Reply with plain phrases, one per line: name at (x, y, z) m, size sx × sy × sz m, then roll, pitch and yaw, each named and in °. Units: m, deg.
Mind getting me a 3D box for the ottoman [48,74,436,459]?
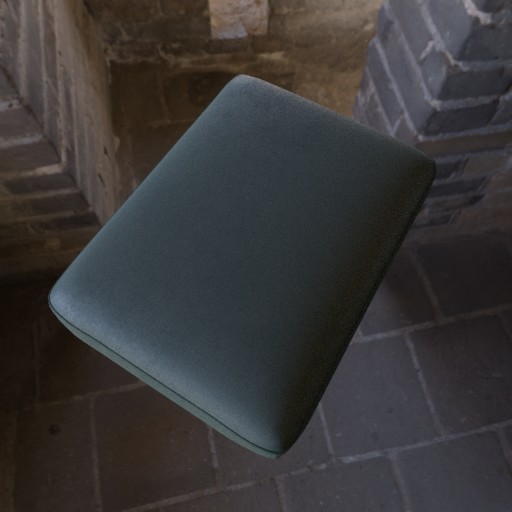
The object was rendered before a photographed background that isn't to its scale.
ottoman at (0.000, 0.000, 1.147) m, size 0.608 × 0.449 × 0.811 m, roll 29°, pitch 68°, yaw 13°
